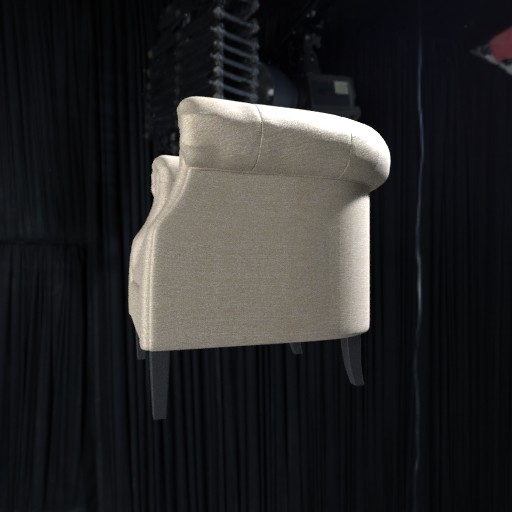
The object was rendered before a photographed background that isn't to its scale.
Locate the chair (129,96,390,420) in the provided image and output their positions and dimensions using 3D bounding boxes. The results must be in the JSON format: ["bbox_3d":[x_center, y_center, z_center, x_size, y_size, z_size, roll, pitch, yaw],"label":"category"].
[{"bbox_3d":[0.000,0.000,1.577,0.852,0.827,0.905,0,0,-18],"label":"chair"}]
